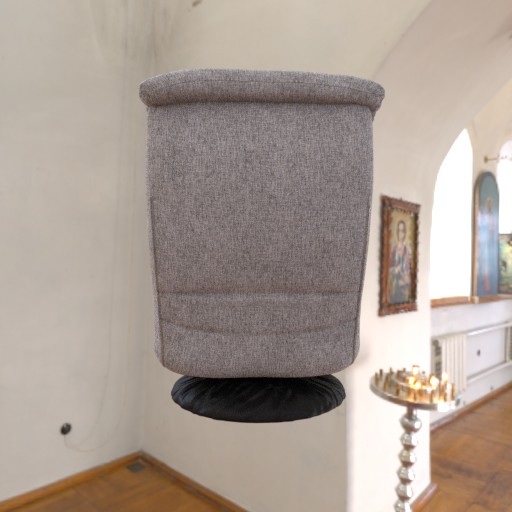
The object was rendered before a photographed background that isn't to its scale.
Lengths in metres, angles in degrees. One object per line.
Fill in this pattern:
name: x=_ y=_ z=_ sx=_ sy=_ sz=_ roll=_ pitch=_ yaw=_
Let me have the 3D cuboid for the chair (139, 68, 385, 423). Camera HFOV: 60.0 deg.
chair: x=0.000 y=0.000 z=0.960 sx=0.400 sy=0.600 sz=0.583 roll=0 pitch=0 yaw=-2
